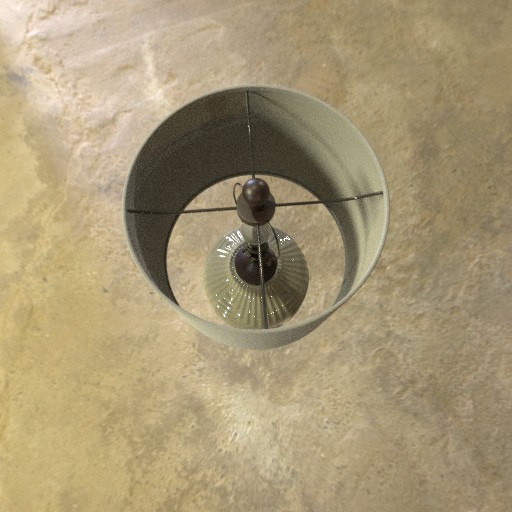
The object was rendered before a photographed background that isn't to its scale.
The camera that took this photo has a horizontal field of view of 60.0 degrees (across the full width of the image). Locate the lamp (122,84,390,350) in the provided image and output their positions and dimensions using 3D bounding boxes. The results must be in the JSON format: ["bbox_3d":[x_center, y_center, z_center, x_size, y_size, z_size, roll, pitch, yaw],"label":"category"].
[{"bbox_3d":[0.000,0.000,0.764,0.318,0.567,0.318,0,74,0],"label":"lamp"}]
